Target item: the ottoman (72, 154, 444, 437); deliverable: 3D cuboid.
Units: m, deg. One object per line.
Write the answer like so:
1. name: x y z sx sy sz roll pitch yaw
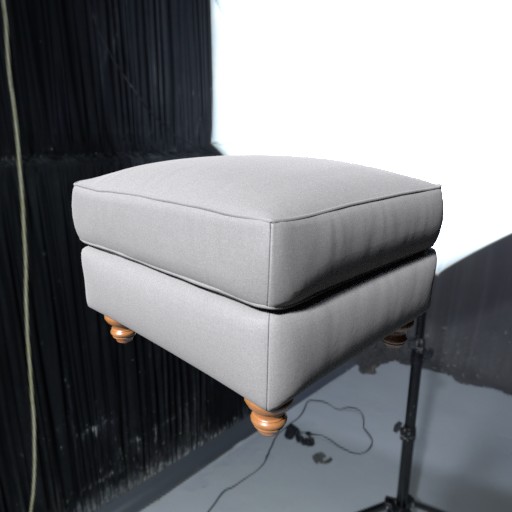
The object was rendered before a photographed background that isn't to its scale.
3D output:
1. ottoman: 0.000 0.000 1.145 0.721 0.505 0.662 15 22 43
